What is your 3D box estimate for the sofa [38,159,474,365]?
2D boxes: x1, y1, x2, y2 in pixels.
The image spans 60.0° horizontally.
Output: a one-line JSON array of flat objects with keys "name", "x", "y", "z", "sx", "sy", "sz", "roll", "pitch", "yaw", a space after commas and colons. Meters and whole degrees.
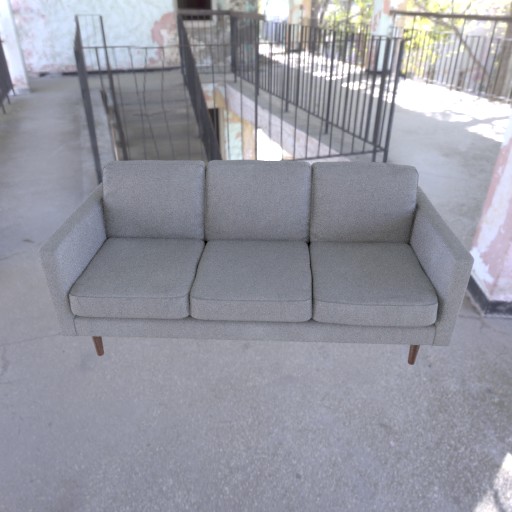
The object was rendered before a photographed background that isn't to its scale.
[{"name": "sofa", "x": 0.000, "y": 0.000, "z": 2.482, "sx": 1.983, "sy": 0.918, "sz": 0.944, "roll": 1, "pitch": 30, "yaw": 2}]
